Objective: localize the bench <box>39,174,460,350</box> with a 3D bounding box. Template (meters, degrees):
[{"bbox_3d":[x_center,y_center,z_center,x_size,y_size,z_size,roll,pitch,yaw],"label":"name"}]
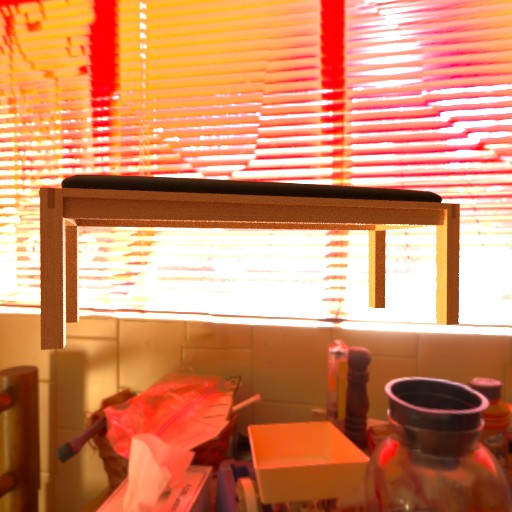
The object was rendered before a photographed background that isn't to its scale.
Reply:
[{"bbox_3d":[0.000,0.000,1.428,1.202,0.430,0.450,0,1,-17],"label":"bench"}]
